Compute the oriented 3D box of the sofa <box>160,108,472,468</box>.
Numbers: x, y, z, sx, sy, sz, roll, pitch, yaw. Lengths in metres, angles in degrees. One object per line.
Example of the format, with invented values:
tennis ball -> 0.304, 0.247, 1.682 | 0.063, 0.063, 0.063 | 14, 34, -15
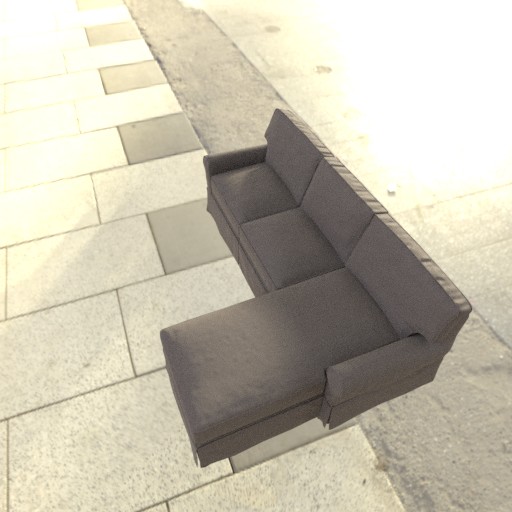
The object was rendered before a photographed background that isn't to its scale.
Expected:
sofa -> 0.000, 0.000, 3.315 | 1.733, 0.978, 2.475 | -17, 49, -16
